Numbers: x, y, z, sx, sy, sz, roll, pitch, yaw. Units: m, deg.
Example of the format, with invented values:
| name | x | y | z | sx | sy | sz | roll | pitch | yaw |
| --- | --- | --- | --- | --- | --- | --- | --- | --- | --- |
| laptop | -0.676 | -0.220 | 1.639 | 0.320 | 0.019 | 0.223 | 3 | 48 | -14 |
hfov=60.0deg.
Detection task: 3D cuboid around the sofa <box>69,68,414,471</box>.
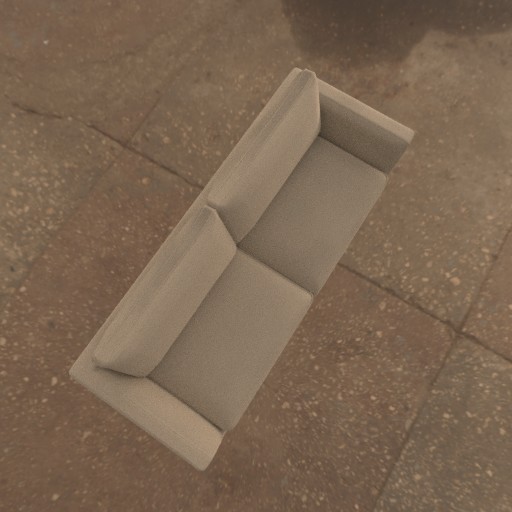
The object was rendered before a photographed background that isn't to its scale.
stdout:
| name | x | y | z | sx | sy | sz | roll | pitch | yaw |
| --- | --- | --- | --- | --- | --- | --- | --- | --- | --- |
| sofa | 0.000 | 0.000 | 2.670 | 0.868 | 1.005 | 2.214 | 32 | 77 | 8 |
